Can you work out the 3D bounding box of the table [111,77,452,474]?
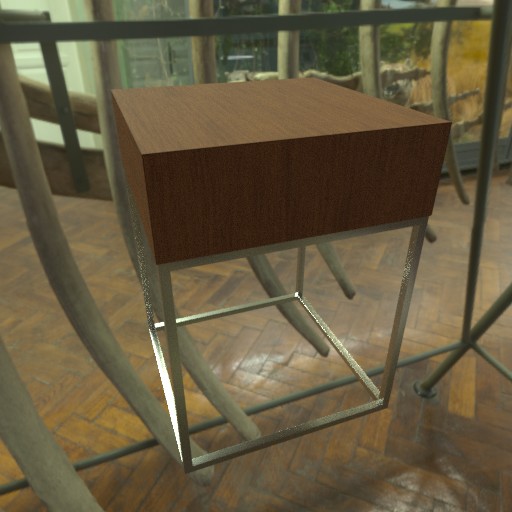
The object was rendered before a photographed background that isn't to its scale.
[{"bbox_3d":[0.000,0.000,0.814,0.398,0.540,0.397,-11,32,-17],"label":"table"}]
